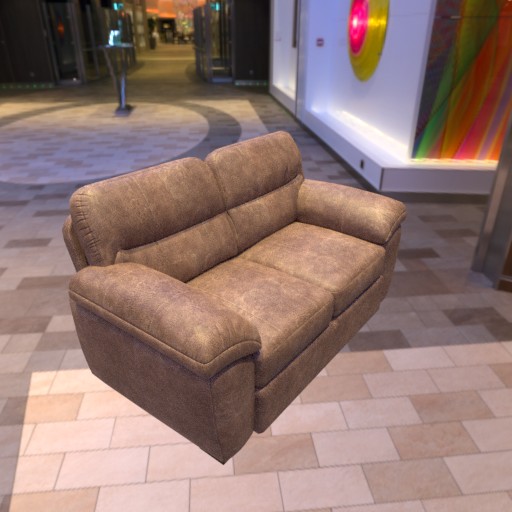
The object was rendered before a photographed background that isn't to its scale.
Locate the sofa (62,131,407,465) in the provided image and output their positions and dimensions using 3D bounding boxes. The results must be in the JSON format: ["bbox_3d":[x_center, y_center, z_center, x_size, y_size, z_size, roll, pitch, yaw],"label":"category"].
[{"bbox_3d":[0.000,0.000,2.337,0.991,0.991,1.753,19,33,33],"label":"sofa"}]
